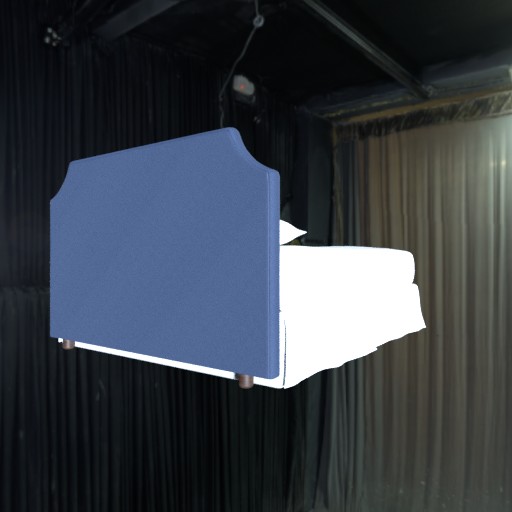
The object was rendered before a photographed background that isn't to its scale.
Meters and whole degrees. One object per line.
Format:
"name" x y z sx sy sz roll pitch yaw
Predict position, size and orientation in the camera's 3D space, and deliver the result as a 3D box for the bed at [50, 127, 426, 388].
"bed" 0.000 0.000 4.122 2.350 1.488 2.773 0 0 36
